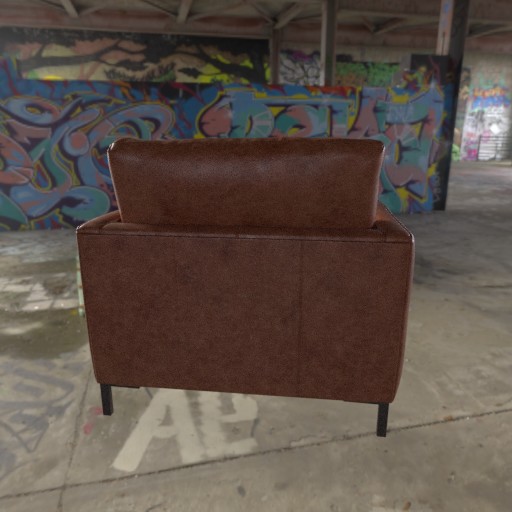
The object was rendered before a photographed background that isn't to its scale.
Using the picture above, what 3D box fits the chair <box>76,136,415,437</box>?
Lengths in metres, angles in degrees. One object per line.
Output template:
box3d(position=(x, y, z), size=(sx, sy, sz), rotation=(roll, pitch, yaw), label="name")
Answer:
box3d(position=(0.000, 0.000, 1.653), size=(0.967, 0.869, 0.862), rotation=(2, 16, 7), label="chair")
